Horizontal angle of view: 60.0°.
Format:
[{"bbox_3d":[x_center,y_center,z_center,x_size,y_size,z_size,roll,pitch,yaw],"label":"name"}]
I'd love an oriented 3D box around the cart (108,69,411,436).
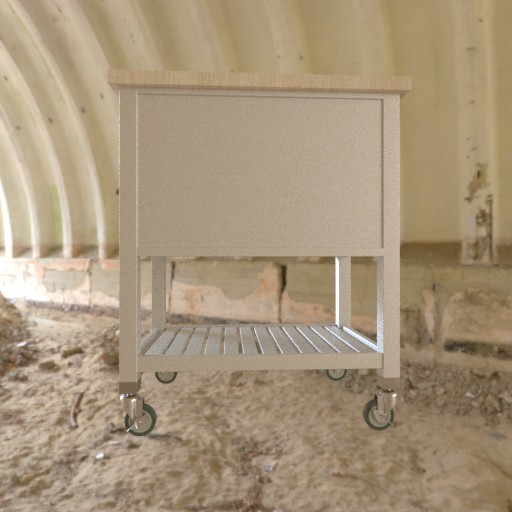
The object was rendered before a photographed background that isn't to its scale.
[{"bbox_3d":[0.000,0.000,1.386,0.762,0.914,0.559,0,0,-3],"label":"cart"}]
